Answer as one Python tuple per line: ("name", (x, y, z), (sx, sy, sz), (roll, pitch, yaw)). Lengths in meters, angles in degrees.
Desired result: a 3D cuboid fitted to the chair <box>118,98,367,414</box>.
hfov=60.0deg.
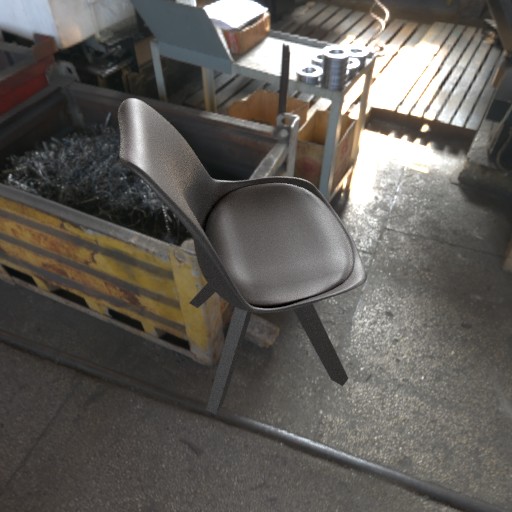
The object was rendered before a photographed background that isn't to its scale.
("chair", (0.000, 0.000, 1.208), (0.550, 0.850, 0.485), (-10, 48, -9))
